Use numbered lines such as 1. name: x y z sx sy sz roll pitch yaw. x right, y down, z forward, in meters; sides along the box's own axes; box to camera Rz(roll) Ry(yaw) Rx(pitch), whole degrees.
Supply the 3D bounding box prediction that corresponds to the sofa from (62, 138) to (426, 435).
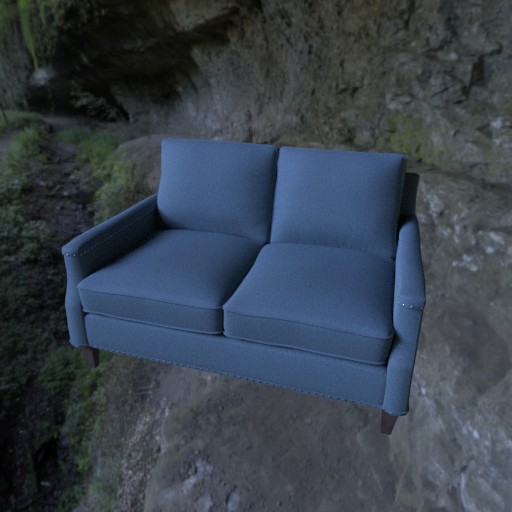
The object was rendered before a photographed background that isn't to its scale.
1. sofa: 0.000 0.000 2.263 1.597 1.003 1.084 8 26 16
